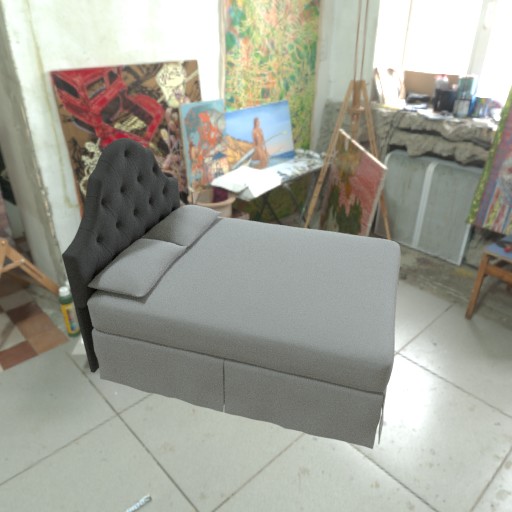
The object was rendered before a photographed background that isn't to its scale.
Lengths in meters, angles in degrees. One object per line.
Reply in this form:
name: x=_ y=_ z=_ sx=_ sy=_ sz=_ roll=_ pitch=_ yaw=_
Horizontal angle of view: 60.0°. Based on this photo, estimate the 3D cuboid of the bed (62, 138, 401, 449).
bed: x=0.000 y=0.000 z=3.325 sx=2.155 sy=1.575 sz=1.636 roll=9 pitch=31 yaw=15
